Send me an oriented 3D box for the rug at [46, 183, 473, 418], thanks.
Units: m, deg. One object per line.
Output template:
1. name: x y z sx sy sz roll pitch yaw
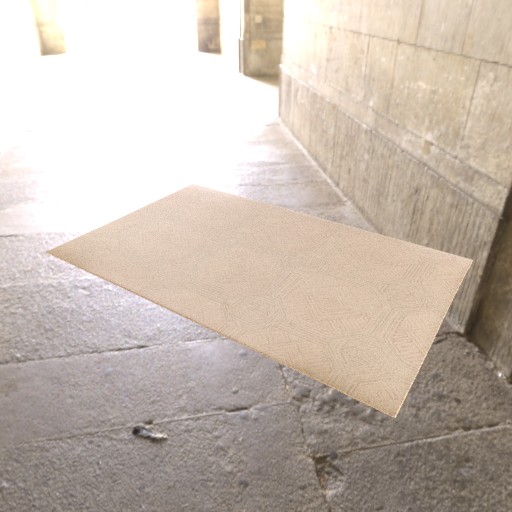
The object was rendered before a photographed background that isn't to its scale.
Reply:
1. rug: 0.000 0.000 2.980 2.440 0.008 1.524 19 36 29
